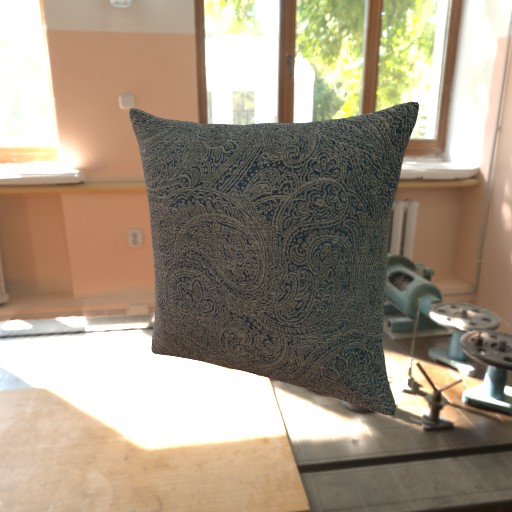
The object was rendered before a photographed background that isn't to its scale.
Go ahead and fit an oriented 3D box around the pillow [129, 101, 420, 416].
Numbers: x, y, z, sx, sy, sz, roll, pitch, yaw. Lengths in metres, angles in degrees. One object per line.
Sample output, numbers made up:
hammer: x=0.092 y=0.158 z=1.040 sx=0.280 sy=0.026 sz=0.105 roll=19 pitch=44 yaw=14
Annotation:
pillow: x=0.000 y=0.000 z=0.791 sx=0.523 sy=0.510 sz=0.166 roll=8 pitch=18 yaw=25
